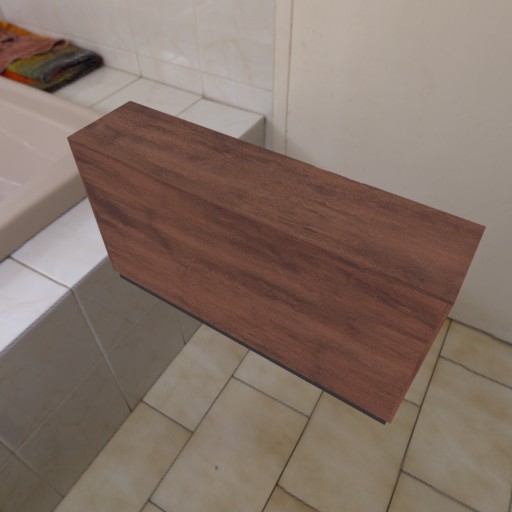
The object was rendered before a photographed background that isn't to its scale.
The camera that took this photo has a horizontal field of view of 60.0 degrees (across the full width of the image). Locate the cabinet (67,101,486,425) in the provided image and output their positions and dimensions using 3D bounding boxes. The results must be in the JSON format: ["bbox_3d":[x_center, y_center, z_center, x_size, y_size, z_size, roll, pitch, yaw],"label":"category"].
[{"bbox_3d":[0.000,0.000,1.997,1.600,0.900,0.420,25,51,22],"label":"cabinet"}]
